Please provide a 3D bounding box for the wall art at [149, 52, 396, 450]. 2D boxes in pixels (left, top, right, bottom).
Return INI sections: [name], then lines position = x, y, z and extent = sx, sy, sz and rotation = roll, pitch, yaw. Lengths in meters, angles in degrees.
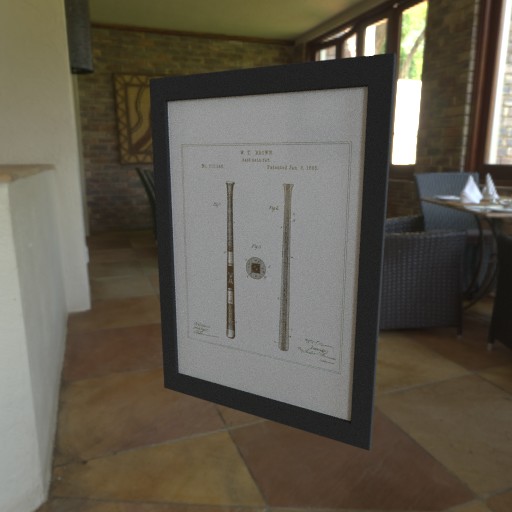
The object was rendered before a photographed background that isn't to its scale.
[wall art]
position = 0.000, 0.000, 0.667
extent = 0.374, 0.529, 0.012
rotation = 7, 14, 28
